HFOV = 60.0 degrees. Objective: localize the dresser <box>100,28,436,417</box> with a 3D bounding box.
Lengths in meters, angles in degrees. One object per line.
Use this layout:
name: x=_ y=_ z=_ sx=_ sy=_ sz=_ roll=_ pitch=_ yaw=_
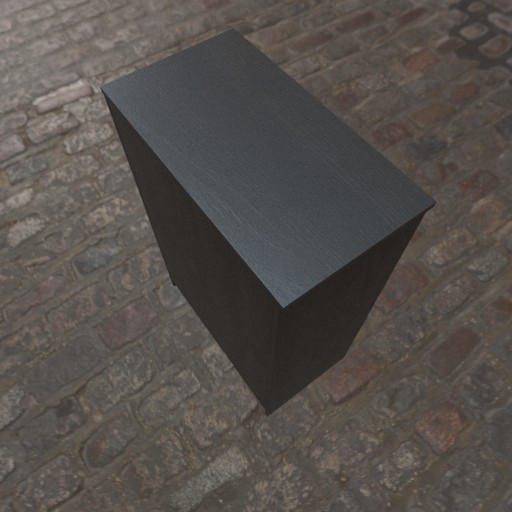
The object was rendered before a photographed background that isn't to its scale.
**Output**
dresser: x=0.000 y=0.000 z=1.399 sx=0.398 sy=1.020 sz=0.700 roll=-32 pitch=65 yaw=-17
